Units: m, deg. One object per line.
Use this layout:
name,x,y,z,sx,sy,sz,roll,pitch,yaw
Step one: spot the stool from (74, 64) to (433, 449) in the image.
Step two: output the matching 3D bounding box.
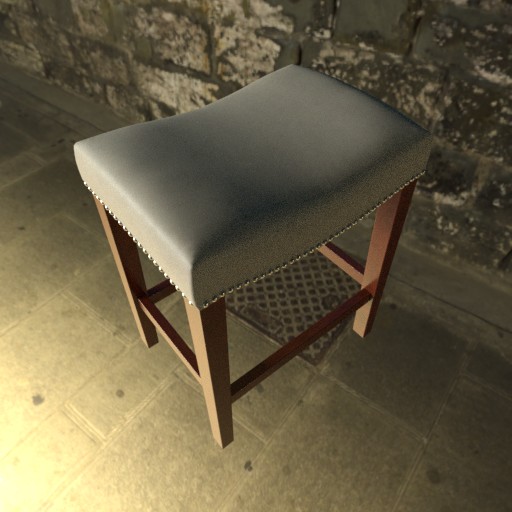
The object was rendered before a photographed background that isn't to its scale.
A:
stool,0.000,0.000,0.956,0.509,0.632,0.375,-30,54,-25
